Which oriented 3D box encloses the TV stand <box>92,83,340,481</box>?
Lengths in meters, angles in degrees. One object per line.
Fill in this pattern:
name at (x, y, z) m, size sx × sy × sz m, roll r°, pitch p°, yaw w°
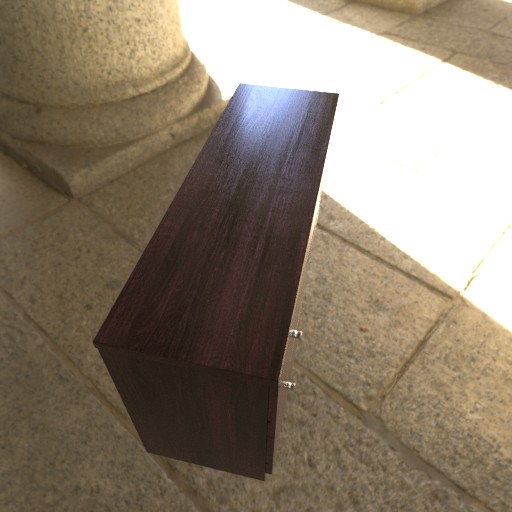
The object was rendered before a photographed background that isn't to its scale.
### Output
TV stand at (0.000, 0.000, 1.486) m, size 0.404 × 0.614 × 1.192 m, roll 9°, pitch 47°, yaw 9°
